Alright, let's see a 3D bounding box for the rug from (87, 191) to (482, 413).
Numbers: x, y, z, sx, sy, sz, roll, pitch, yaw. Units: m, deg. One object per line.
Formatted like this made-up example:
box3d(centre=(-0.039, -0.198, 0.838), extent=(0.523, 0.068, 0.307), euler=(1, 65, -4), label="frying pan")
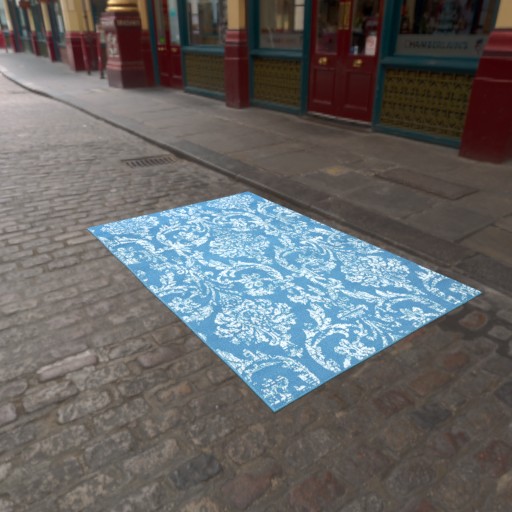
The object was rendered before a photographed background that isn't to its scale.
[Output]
box3d(centre=(0.000, 0.000, 2.355), extent=(1.211, 0.012, 1.833), euler=(-18, 31, -32), label="rug")
